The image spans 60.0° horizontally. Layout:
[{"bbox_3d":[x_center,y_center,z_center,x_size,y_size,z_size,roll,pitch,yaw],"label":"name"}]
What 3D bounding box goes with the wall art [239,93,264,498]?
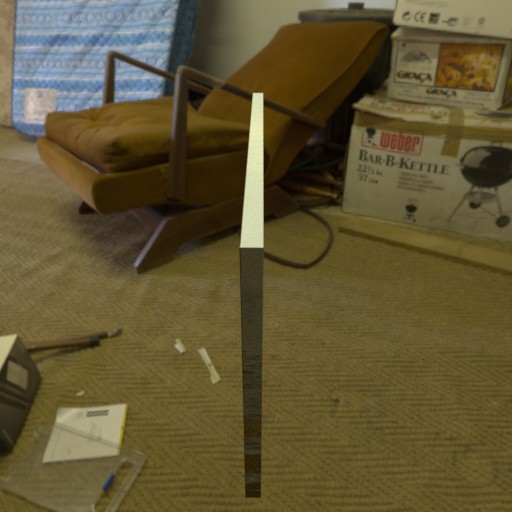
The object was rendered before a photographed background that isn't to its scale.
[{"bbox_3d":[0.000,0.000,1.430,0.041,0.762,1.145,0,32,1],"label":"wall art"}]
